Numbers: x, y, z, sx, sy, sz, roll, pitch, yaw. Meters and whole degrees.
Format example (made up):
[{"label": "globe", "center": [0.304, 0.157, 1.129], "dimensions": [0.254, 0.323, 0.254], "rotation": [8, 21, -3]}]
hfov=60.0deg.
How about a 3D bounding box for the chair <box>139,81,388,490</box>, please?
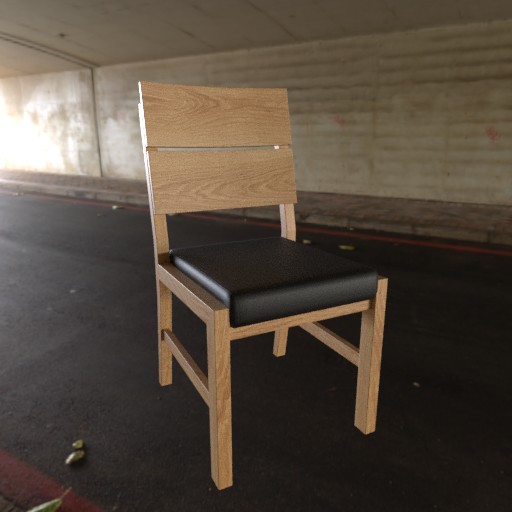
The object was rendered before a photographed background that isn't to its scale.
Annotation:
[{"label": "chair", "center": [0.000, 0.000, 1.255], "dimensions": [0.475, 0.950, 0.569], "rotation": [-8, 17, -26]}]
